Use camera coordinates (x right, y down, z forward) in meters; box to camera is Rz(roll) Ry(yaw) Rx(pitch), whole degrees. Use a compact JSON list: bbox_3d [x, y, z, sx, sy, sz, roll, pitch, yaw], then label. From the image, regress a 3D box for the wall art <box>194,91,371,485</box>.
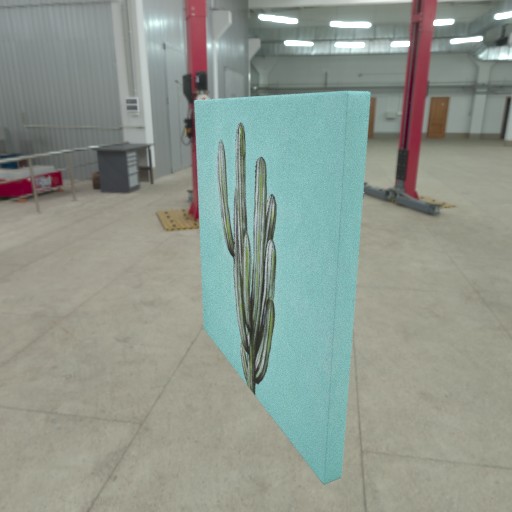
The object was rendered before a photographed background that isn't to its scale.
[{"bbox_3d":[0.000,0.000,1.135,0.054,0.766,0.765,-8,20,-24],"label":"wall art"}]
